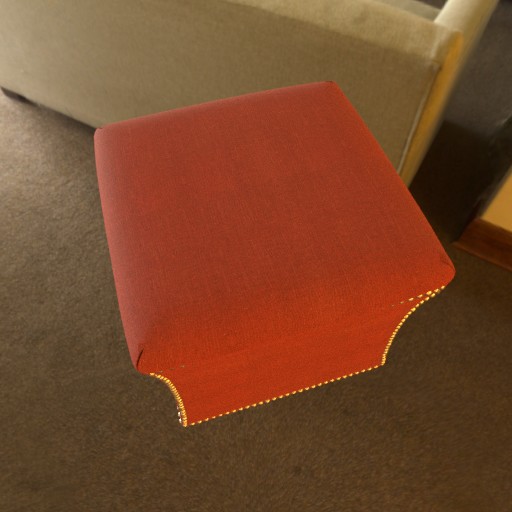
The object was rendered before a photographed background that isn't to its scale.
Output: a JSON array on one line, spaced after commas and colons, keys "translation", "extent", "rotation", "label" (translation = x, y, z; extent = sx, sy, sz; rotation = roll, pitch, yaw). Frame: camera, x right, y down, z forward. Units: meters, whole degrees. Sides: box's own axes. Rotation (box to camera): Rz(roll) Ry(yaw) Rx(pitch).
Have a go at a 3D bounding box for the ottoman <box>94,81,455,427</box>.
[{"translation": [0.000, 0.000, 0.910], "extent": [0.507, 0.475, 0.497], "rotation": [-14, 59, -9], "label": "ottoman"}]
